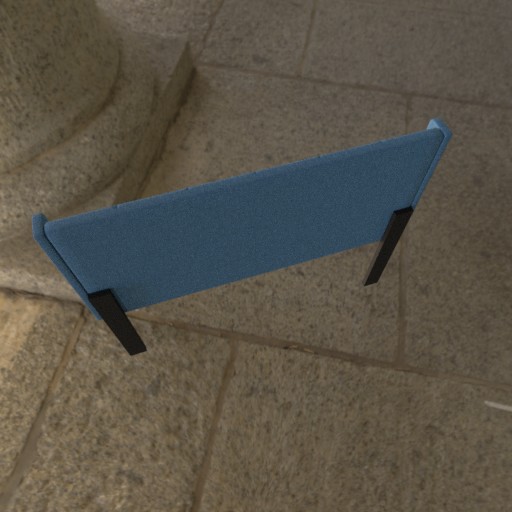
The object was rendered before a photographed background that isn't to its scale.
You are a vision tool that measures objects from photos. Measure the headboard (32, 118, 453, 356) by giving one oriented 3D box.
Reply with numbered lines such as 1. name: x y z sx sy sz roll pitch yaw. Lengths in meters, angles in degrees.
1. headboard: 0.000 0.000 2.746 2.051 1.524 0.184 -15 60 -9
